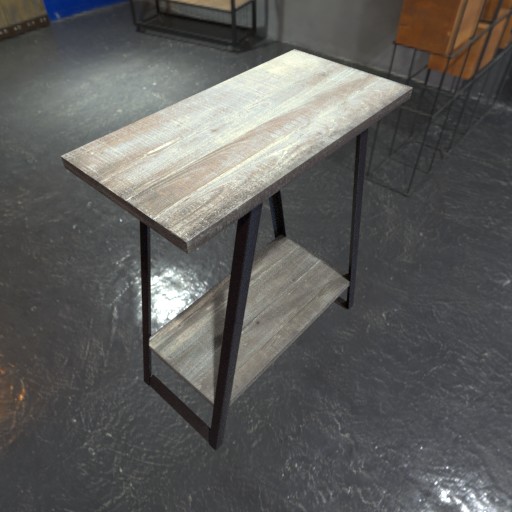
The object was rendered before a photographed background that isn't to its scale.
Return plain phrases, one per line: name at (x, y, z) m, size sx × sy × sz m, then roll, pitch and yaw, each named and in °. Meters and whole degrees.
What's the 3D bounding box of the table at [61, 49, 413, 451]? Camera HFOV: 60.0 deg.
table at (0.000, 0.000, 1.040) m, size 0.300 × 0.701 × 0.599 m, roll 33°, pitch 54°, yaw 28°
